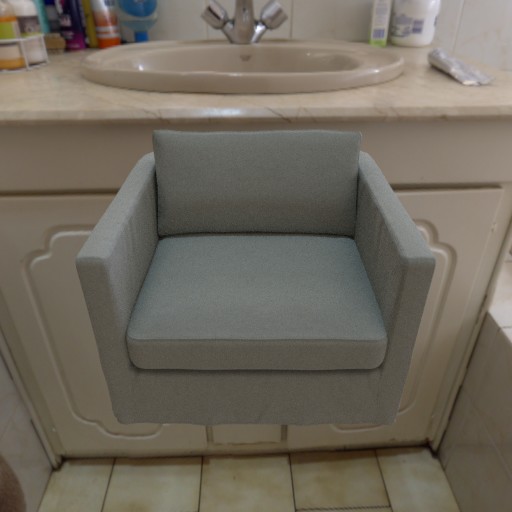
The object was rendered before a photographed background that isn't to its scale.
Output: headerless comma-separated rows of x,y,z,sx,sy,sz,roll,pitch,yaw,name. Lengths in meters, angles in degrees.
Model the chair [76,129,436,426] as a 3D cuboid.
0.000,0.000,1.766,1.057,0.863,0.949,0,32,0,chair
